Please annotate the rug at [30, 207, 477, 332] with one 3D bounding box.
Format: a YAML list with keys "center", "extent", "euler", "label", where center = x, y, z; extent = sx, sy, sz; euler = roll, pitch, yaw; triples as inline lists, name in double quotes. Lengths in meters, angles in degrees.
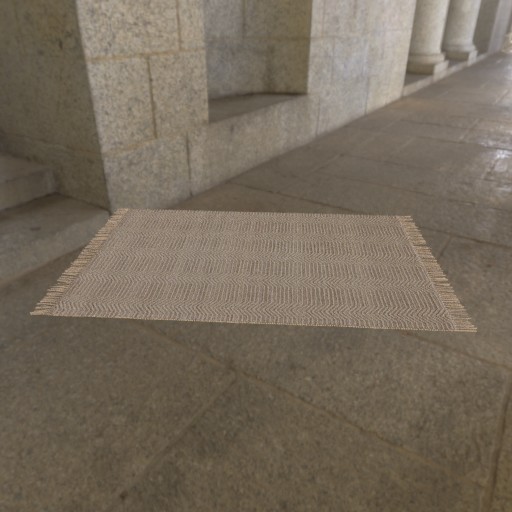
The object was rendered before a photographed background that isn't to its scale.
- center: [0.000, 0.000, 3.125]
  extent: [2.523, 0.034, 1.528]
  euler: [2, 29, 3]
  label: "rug"
